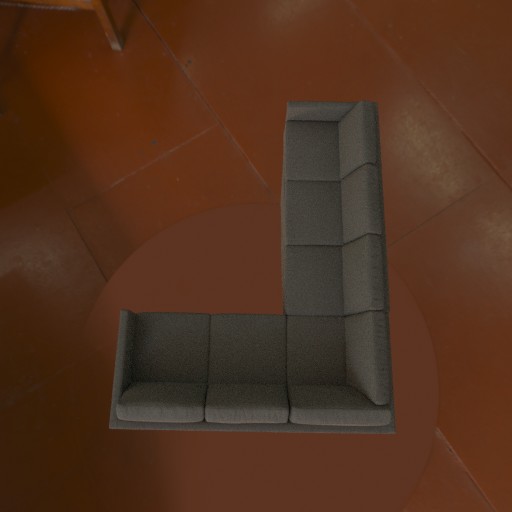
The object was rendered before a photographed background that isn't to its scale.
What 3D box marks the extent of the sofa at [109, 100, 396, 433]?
[{"bbox_3d":[0.000,0.000,4.353,2.432,0.871,3.182,1,75,0],"label":"sofa"}]
